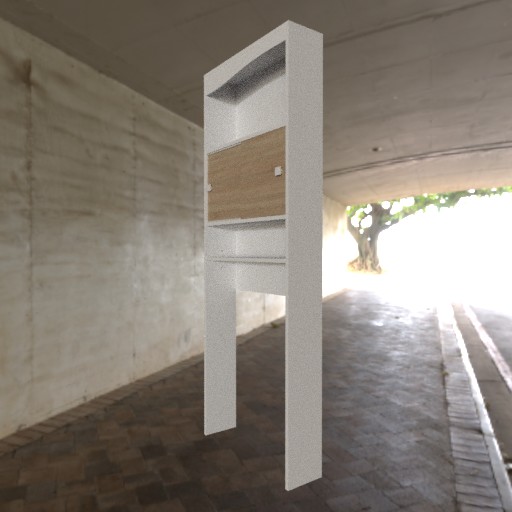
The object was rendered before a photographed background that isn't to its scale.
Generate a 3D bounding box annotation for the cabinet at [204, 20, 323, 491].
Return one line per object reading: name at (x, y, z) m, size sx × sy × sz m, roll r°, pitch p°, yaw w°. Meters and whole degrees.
cabinet at (0.000, 0.000, 1.975) m, size 0.192 × 1.770 × 0.643 m, roll 0°, pitch 1°, yaw -36°
